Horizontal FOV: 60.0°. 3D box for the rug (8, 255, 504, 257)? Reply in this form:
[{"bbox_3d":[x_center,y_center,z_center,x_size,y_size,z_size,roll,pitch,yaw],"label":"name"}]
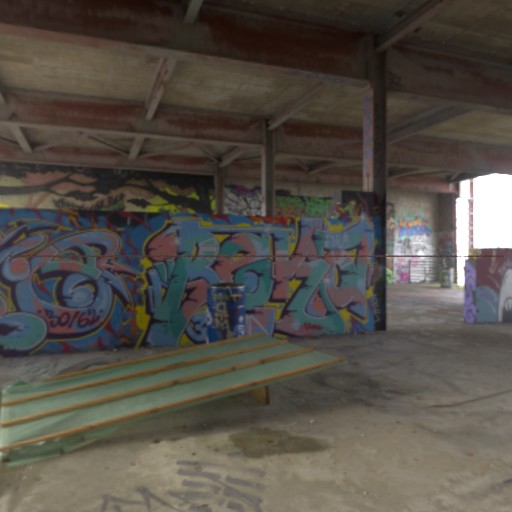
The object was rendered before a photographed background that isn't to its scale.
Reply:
[{"bbox_3d":[0.000,0.000,2.936,2.438,0.008,1.523,0,0,0],"label":"rug"}]
